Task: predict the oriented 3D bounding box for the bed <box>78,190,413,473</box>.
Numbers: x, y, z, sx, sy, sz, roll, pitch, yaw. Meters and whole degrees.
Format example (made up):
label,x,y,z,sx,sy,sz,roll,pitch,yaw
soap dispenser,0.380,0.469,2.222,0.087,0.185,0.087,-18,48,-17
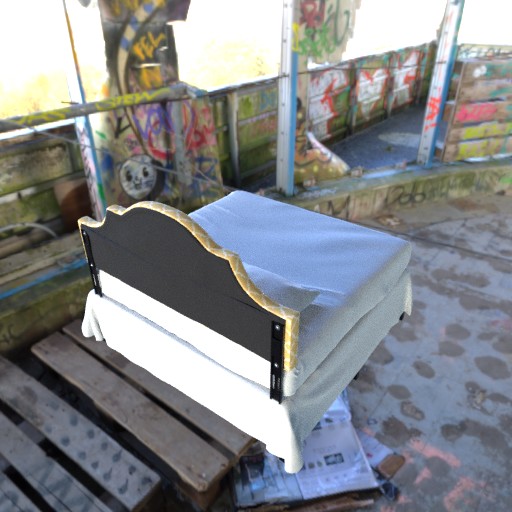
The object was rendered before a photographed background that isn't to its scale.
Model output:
label,x,y,z,sx,sy,sz,roll,pitch,yaw
bed,0.000,0.000,3.753,2.314,1.601,2.222,22,37,32
